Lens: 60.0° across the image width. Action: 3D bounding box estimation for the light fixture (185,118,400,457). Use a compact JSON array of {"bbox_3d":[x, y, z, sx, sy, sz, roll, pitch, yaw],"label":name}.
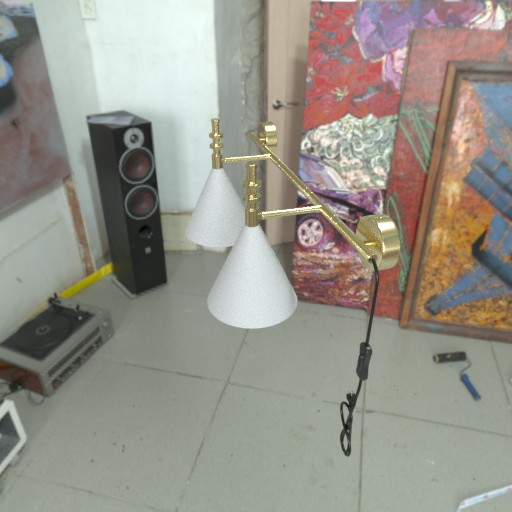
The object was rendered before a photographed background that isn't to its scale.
[{"bbox_3d":[0.000,0.000,0.880,0.239,0.468,0.642,-8,32,-13],"label":"light fixture"}]
